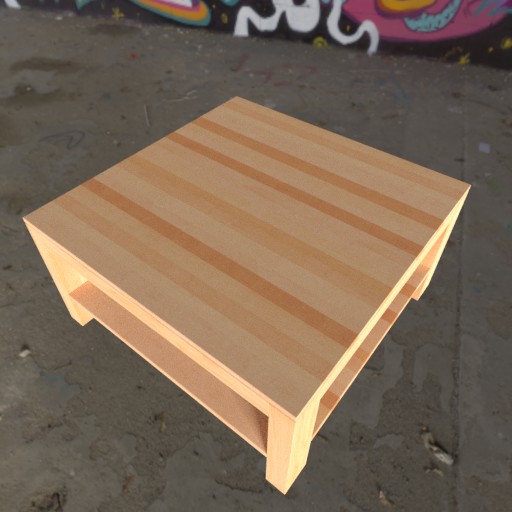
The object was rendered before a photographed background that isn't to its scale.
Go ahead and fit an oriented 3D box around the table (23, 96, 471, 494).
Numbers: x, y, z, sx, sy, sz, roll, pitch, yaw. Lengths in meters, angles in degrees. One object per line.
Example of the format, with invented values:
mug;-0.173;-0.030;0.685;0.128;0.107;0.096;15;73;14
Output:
table;0.000;0.000;1.412;0.900;0.450;0.900;30;53;26
